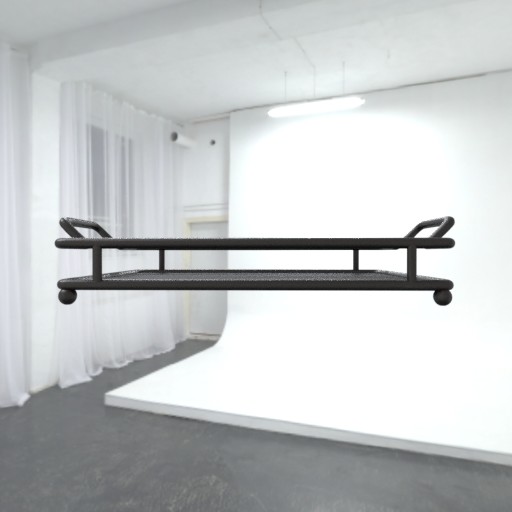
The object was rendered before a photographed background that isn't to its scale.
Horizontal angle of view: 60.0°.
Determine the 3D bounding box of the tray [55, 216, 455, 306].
[{"bbox_3d":[0.000,0.000,0.604,0.495,0.101,0.297,0,0,1],"label":"tray"}]
